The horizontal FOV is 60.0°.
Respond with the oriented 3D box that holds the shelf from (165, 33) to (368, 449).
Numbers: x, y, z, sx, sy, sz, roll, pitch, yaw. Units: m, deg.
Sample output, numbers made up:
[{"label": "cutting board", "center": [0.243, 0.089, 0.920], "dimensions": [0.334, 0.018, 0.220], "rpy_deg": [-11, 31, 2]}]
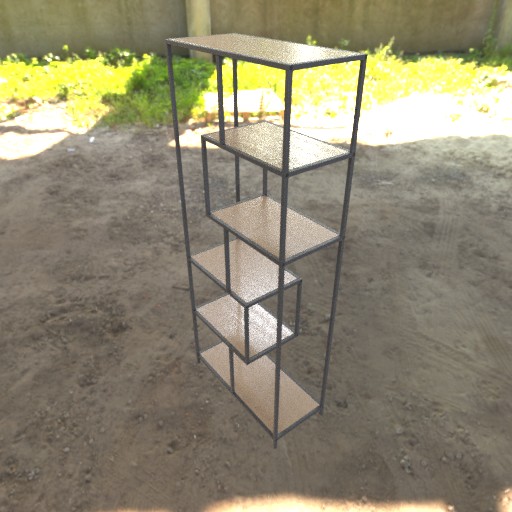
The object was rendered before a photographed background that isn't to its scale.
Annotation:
[{"label": "shelf", "center": [0.000, 0.000, 2.142], "dimensions": [0.350, 1.850, 0.770], "rpy_deg": [-23, 39, -31]}]
